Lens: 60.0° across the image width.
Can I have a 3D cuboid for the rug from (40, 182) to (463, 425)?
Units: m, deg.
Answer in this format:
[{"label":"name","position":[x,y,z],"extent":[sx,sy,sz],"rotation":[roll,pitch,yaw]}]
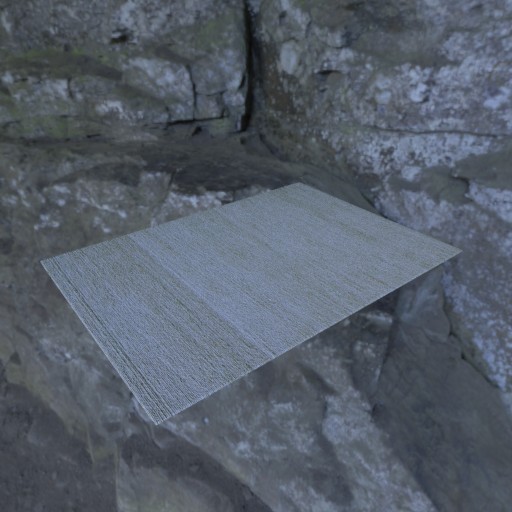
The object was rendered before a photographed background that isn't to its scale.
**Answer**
[{"label":"rug","position":[0.000,0.000,5.039],"extent":[3.935,0.025,2.782],"rotation":[-22,37,-32]}]
